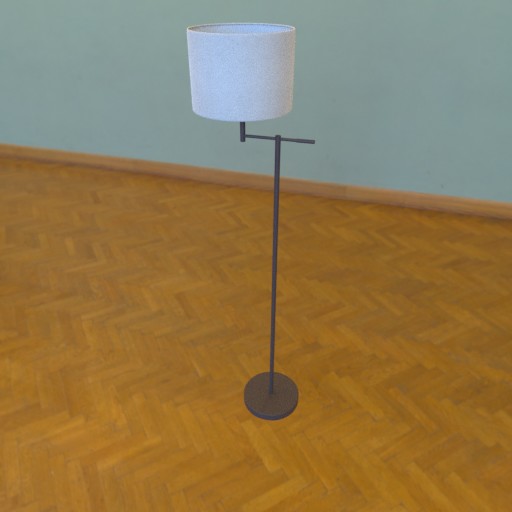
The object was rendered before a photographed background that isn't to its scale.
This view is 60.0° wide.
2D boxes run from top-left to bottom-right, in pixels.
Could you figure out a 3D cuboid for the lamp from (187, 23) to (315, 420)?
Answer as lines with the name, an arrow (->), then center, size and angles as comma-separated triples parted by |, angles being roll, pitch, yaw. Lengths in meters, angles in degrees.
lamp -> 0.000, 0.000, 1.743 | 0.416, 1.600, 0.324 | 9, 33, 13
